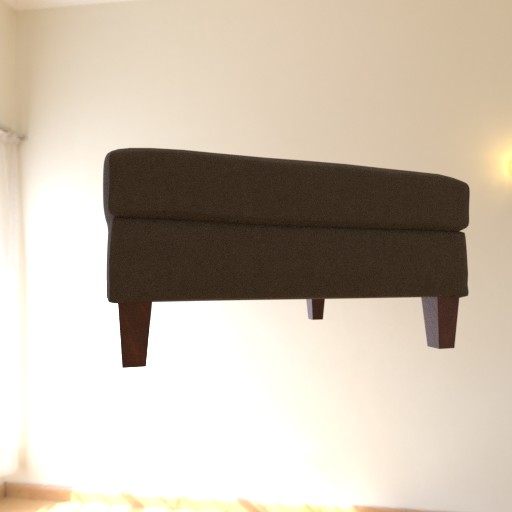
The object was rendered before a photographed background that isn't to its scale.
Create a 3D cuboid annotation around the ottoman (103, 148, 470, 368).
[{"bbox_3d":[0.000,0.000,1.372,0.881,0.482,0.861,1,-3,-17],"label":"ottoman"}]
